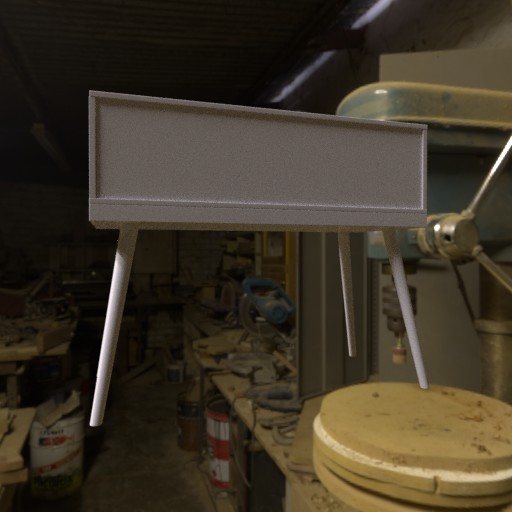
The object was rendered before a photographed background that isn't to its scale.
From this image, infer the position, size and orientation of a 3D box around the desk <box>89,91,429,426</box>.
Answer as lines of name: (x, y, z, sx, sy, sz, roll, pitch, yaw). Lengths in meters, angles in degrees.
desk: (0.000, 0.000, 1.739, 1.199, 0.990, 0.559, 0, 1, -18)
